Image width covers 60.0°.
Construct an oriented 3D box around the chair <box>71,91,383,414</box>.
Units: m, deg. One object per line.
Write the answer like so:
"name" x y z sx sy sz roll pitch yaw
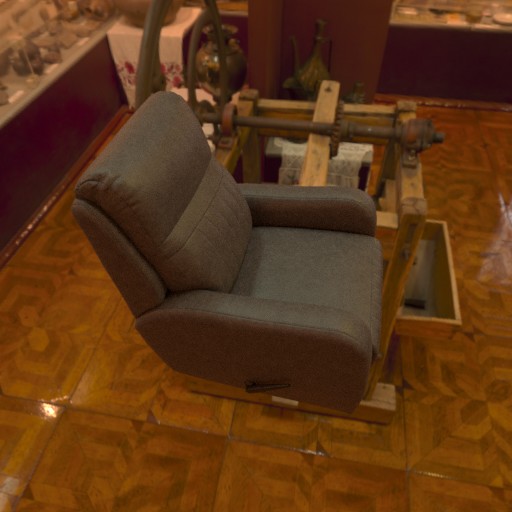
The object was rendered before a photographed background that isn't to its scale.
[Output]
"chair" 0.000 0.000 1.816 1.067 1.067 0.865 9 47 9
